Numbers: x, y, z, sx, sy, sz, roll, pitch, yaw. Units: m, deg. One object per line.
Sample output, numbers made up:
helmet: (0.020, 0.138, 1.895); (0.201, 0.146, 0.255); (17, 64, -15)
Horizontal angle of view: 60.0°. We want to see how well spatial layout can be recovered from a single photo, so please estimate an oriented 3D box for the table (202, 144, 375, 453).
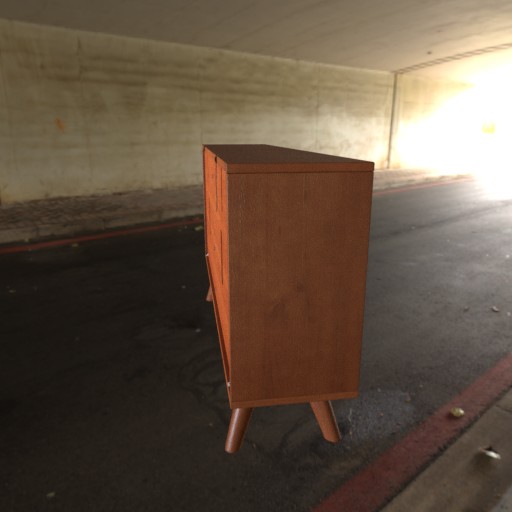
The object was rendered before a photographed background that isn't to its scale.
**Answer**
table: (0.000, 0.000, 1.491); (0.308, 0.698, 1.220); (-2, 16, -8)
